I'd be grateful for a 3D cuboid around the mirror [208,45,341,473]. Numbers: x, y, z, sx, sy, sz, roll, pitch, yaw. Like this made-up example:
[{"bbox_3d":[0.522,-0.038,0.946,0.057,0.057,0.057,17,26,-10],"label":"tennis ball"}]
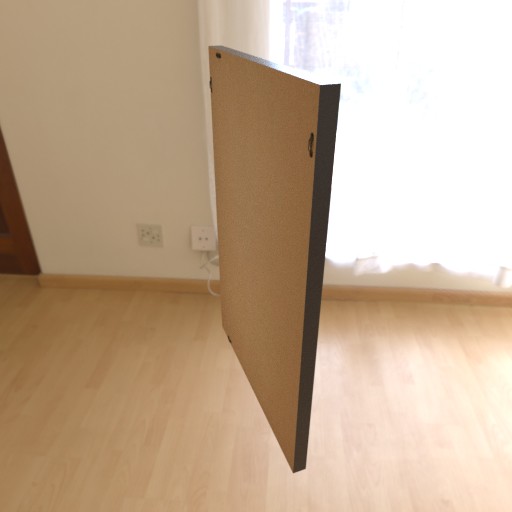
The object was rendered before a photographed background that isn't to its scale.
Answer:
[{"bbox_3d":[0.000,0.000,1.122,0.040,0.915,0.609,-11,32,-18],"label":"mirror"}]
